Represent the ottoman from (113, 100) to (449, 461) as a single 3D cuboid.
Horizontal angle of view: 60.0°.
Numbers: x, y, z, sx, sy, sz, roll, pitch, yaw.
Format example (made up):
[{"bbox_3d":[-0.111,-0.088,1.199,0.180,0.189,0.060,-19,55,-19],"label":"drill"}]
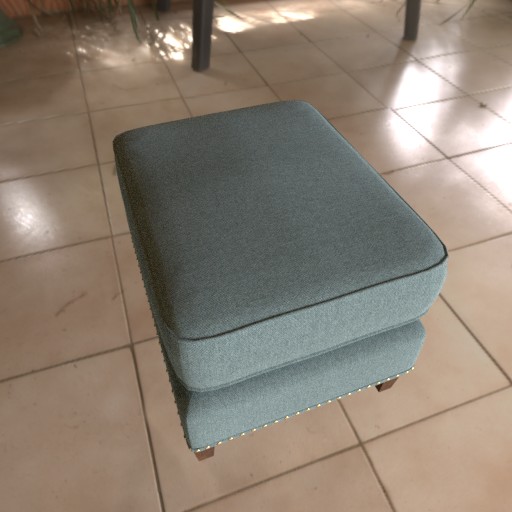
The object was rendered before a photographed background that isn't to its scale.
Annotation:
[{"bbox_3d":[0.000,0.000,1.150,0.589,0.537,0.738,-15,48,-14],"label":"ottoman"}]
